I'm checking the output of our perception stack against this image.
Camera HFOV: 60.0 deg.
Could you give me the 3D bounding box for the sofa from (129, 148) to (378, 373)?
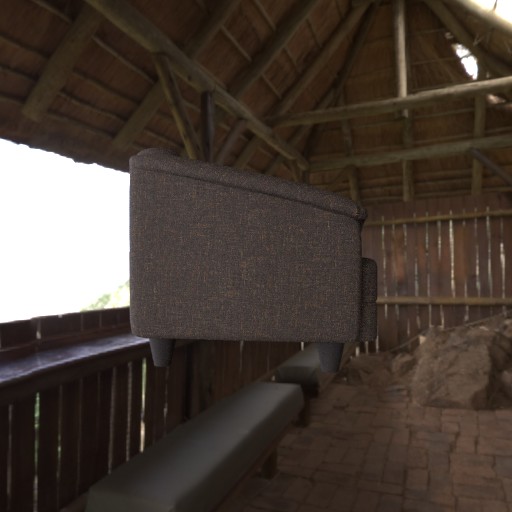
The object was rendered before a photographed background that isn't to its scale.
[{"bbox_3d":[0.000,0.000,2.281,0.887,0.790,1.849,0,0,2],"label":"sofa"}]
